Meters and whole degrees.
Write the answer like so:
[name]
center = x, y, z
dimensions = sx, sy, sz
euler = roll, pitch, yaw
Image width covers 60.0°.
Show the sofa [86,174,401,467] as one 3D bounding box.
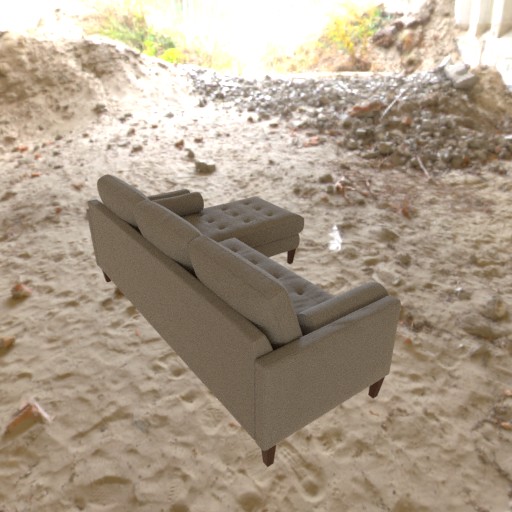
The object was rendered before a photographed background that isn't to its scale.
[sofa]
center = 0.000, 0.000, 2.929
dimensions = 1.506, 0.875, 2.178
euler = -18, 32, -32
